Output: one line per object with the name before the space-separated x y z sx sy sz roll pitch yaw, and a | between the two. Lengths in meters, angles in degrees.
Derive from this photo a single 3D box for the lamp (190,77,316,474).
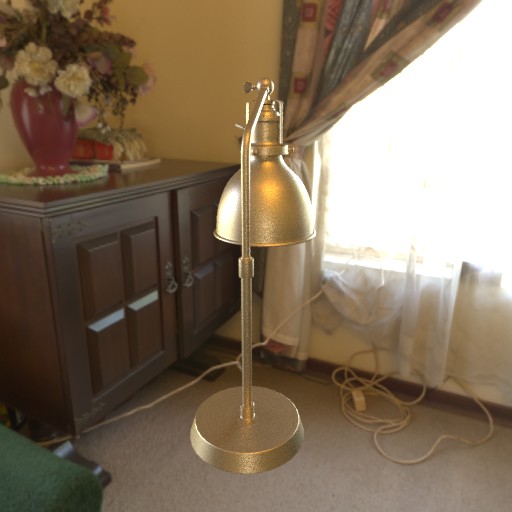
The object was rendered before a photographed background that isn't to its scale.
lamp | 0.000 0.000 0.595 0.153 0.456 0.286 3 18 10
